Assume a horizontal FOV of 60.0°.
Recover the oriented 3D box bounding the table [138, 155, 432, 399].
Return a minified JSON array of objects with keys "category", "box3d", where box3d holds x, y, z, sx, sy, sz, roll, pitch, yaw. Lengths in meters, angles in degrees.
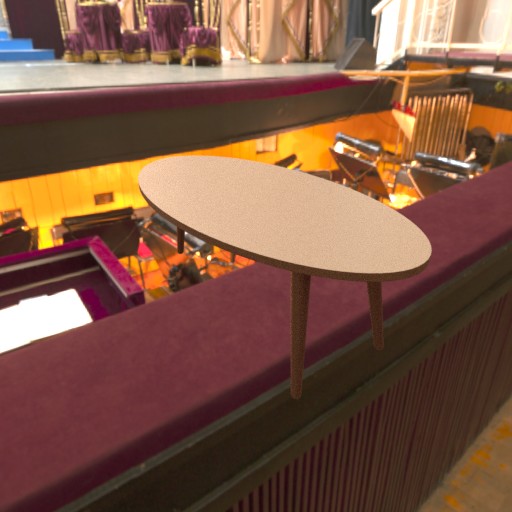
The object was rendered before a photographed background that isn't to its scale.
[{"category":"table","box3d":[0.000,0.000,1.360,0.542,0.390,1.083,-19,32,-33]}]
